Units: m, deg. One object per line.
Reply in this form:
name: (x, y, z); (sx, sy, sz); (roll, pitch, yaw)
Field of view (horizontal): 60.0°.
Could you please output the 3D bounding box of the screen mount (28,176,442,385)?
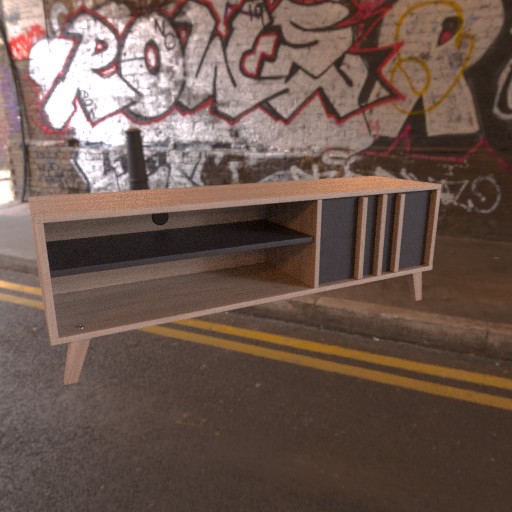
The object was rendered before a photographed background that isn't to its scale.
screen mount: (0.000, 0.000, 1.708); (1.500, 0.509, 0.401); (-8, 18, -27)
